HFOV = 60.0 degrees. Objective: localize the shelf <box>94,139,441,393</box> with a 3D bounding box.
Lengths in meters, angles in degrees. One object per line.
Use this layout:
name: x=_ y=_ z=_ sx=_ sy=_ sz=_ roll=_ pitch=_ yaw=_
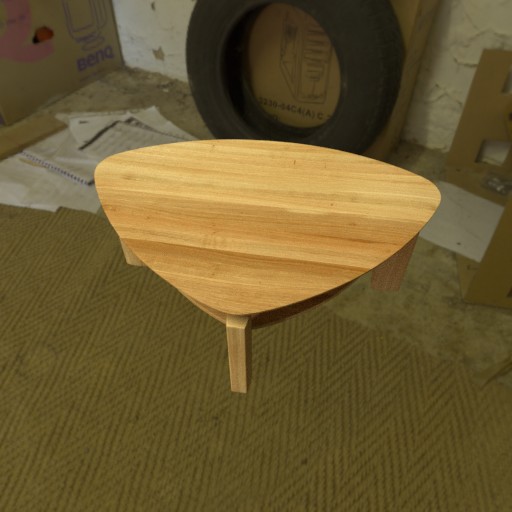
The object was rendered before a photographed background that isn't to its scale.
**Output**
shelf: x=0.000 y=0.000 z=1.628 sx=1.240 sy=0.439 sz=0.863 roll=6 pitch=46 yaw=5
